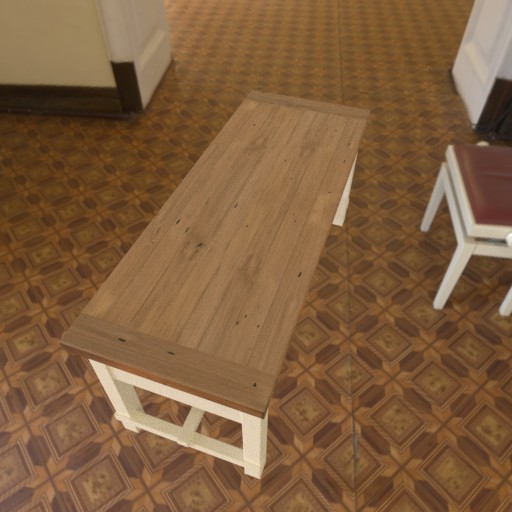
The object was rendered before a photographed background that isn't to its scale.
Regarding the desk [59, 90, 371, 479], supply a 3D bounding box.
[{"bbox_3d":[0.000,0.000,2.186,0.688,0.762,1.803,14,48,13],"label":"desk"}]
